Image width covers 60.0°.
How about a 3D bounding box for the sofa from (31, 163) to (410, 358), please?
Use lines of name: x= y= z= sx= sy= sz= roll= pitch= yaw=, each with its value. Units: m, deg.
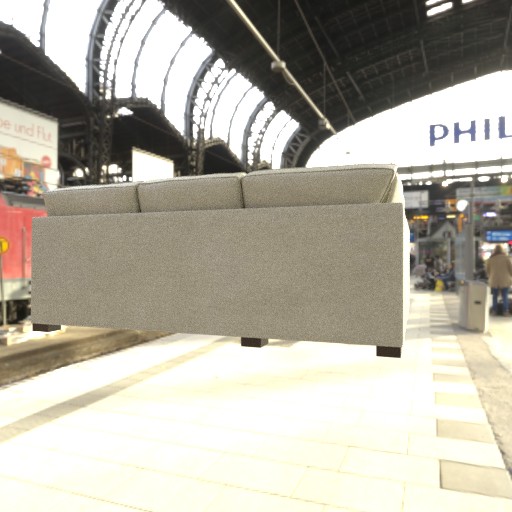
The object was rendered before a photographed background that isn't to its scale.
sofa: x=0.000 y=0.000 z=3.375 sx=2.211 sy=0.936 sz=2.188 roll=0 pitch=0 yaw=19
